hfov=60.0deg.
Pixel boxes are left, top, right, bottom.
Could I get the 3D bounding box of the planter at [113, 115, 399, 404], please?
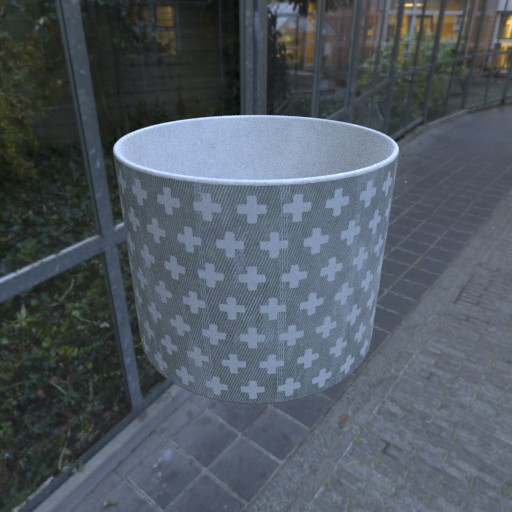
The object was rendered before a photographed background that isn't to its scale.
[{"bbox_3d":[0.000,0.000,0.457,0.250,0.239,0.250,0,27,0],"label":"planter"}]
